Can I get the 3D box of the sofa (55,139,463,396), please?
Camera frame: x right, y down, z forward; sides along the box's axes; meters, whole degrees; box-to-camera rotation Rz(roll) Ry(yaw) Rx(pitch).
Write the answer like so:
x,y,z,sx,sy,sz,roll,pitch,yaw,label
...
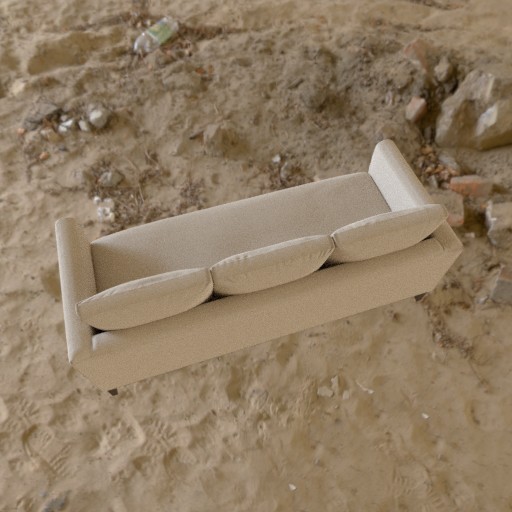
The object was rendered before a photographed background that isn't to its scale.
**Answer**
x,y,z,sx,sy,sz,roll,pitch,yaw,label
0.000,0.000,2.717,2.198,0.911,0.902,-15,60,-9,sofa
